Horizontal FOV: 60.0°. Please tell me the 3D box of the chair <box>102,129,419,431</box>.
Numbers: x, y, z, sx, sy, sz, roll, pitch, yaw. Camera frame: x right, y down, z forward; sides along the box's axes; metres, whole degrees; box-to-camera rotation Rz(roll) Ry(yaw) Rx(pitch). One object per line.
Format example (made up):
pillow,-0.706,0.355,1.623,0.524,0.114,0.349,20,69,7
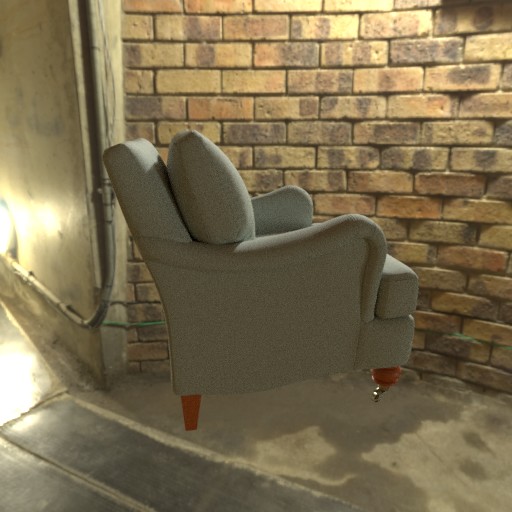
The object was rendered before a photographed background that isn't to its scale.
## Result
chair,0.000,0.000,1.896,1.070,1.038,0.955,-3,16,-10
